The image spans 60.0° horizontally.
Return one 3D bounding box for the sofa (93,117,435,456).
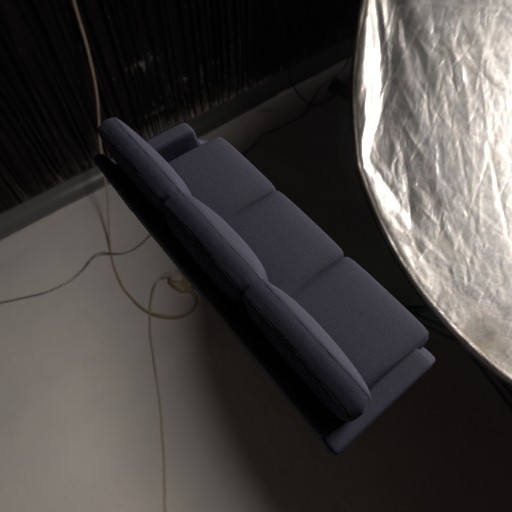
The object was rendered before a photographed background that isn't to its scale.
[{"bbox_3d":[0.000,0.000,2.563,0.888,0.984,2.115,-34,64,-19],"label":"sofa"}]
